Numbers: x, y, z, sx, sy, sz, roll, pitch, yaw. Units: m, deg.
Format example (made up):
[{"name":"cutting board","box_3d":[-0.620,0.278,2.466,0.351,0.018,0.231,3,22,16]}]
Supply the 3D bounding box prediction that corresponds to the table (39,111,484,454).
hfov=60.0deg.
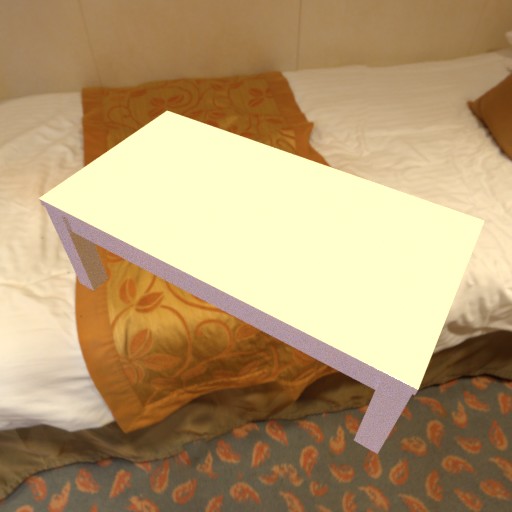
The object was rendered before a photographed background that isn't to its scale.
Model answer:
[{"name":"table","box_3d":[0.000,0.000,1.681,1.350,0.470,0.700,24,52,21]}]
